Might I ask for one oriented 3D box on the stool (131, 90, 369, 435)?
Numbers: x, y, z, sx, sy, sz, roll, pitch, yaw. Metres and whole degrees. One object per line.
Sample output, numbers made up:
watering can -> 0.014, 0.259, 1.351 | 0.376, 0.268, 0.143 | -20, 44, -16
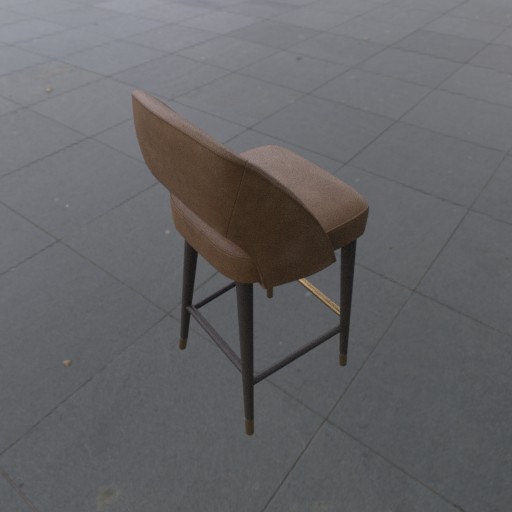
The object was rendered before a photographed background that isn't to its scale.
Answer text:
stool -> 0.000, 0.000, 1.310 | 0.509, 1.037, 0.494 | -27, 49, -27
